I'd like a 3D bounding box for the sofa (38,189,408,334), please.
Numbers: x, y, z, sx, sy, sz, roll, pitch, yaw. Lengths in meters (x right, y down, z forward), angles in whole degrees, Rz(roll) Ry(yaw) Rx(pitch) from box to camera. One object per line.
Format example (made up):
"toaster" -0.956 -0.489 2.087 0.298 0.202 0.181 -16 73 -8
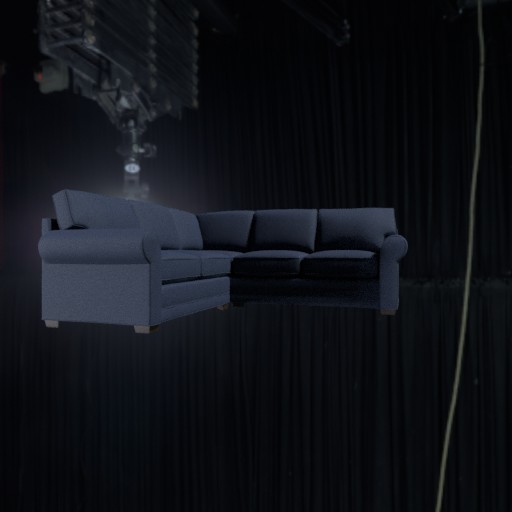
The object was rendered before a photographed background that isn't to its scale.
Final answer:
"sofa" 0.000 0.000 3.942 2.562 1.042 2.487 0 0 18
